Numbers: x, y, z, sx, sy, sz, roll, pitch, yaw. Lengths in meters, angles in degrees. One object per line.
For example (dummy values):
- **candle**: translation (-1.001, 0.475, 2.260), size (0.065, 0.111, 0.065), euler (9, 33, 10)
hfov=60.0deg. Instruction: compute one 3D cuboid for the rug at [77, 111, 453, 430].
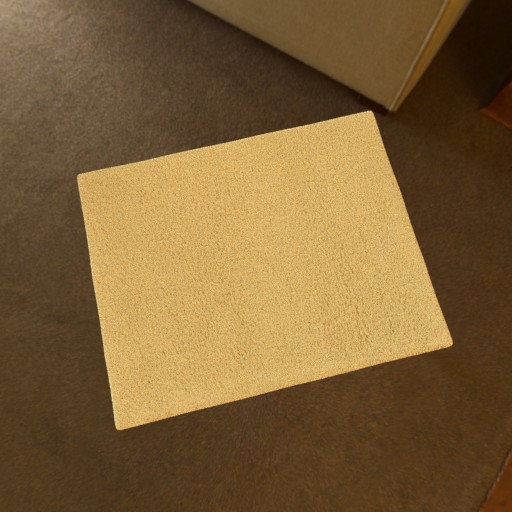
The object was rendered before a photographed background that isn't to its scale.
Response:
- **rug**: translation (0.000, 0.000, 4.172), size (3.047, 0.029, 2.438), euler (-13, 76, -3)
